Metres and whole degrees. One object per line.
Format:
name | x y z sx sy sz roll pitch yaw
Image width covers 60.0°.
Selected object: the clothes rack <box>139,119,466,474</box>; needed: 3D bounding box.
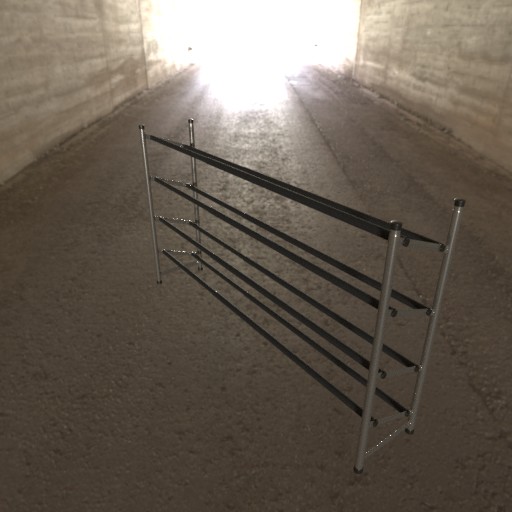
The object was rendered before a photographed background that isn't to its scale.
clothes rack | 0.000 0.000 1.422 0.229 0.672 1.168 -18 32 -32
